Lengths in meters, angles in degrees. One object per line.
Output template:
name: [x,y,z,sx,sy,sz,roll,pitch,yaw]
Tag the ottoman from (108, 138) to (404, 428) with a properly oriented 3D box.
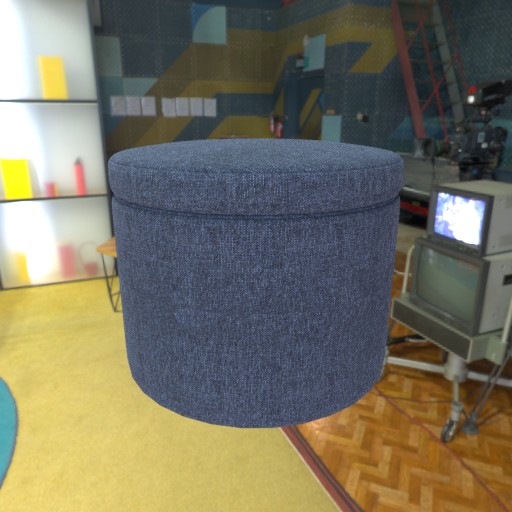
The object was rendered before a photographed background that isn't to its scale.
ottoman: [0.000,0.000,0.839,0.500,0.419,0.500,0,18,0]
